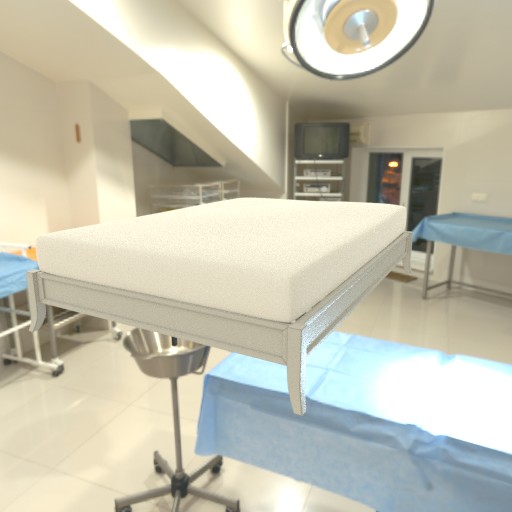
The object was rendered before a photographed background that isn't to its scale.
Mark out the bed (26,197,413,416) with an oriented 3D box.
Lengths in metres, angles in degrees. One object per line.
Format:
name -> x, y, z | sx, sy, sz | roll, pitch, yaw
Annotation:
bed -> 0.000, 0.000, 2.620 | 1.460, 0.510, 1.985 | 8, 16, 28
